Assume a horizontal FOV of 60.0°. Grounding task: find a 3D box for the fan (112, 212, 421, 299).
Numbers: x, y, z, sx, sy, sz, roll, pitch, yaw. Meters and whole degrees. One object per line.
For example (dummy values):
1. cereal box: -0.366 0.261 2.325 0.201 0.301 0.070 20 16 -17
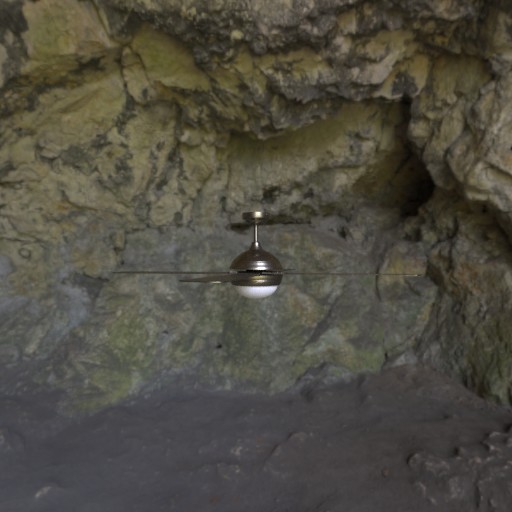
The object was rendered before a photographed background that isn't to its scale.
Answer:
1. fan: 0.000 0.000 1.978 1.321 0.381 1.321 0 0 35
